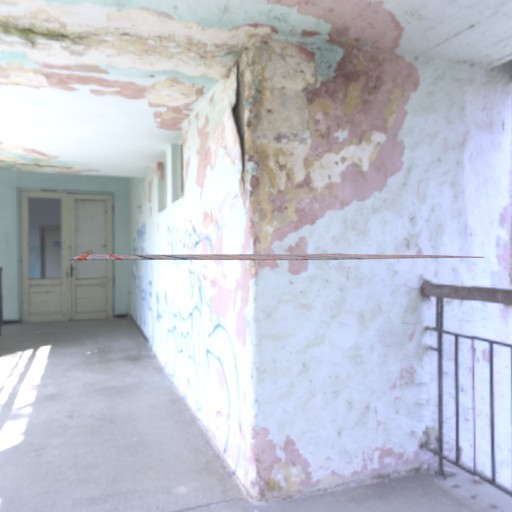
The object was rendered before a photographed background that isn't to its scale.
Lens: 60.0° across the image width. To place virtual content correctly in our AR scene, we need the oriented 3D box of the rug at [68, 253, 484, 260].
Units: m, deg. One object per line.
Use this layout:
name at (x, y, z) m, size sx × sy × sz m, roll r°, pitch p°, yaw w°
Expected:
rug at (0.000, 0.000, 4.048) m, size 3.029 × 0.022 × 2.263 m, roll 0°, pitch 1°, yaw -19°
